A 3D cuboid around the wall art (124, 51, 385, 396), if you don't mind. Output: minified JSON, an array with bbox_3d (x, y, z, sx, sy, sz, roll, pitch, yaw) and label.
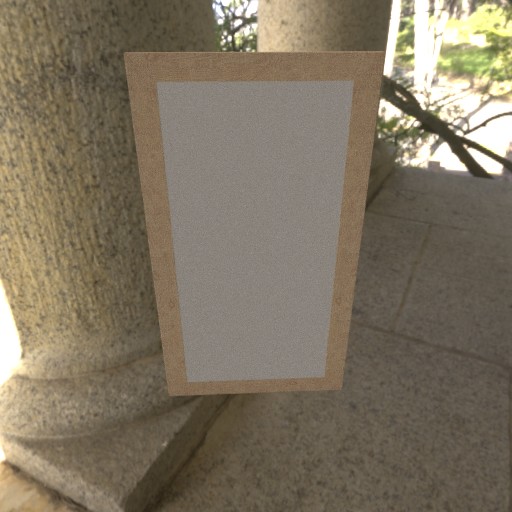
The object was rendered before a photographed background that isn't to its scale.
[{"bbox_3d":[0.000,0.000,0.816,0.381,0.683,0.013,-1,29,-3],"label":"wall art"}]
